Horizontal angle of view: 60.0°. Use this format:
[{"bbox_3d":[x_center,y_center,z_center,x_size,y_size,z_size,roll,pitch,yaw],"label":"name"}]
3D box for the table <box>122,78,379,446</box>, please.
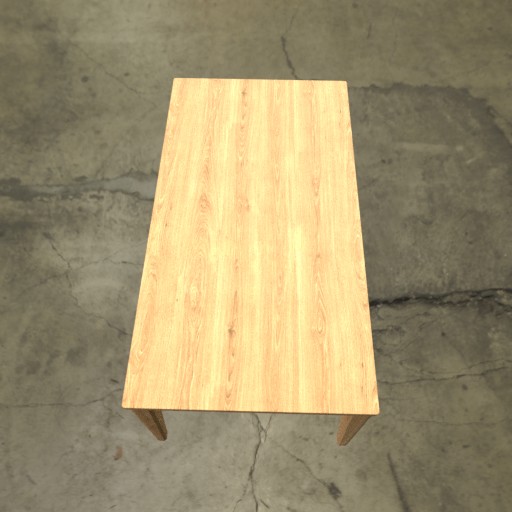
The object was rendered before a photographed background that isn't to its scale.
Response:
[{"bbox_3d":[0.000,0.000,2.131,0.900,0.760,1.600,1,62,1],"label":"table"}]
